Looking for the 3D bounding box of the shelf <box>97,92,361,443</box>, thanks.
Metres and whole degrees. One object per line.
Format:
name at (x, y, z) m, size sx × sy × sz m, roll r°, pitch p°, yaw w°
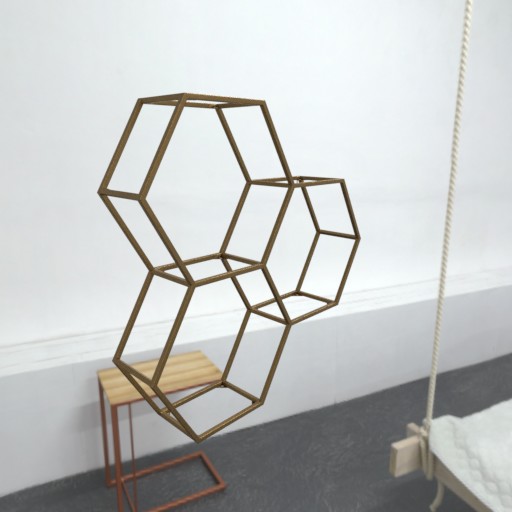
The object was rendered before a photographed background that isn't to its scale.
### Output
shelf at (0.000, 0.000, 1.076) m, size 0.150 × 0.701 × 0.708 m, roll 14°, pitch 20°, yaw 43°
